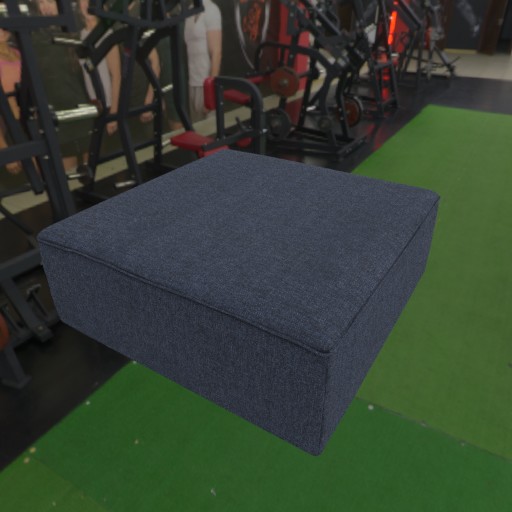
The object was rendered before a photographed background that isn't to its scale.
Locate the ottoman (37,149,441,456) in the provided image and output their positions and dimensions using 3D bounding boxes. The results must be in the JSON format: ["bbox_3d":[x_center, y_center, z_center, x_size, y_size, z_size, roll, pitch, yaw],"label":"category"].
[{"bbox_3d":[0.000,0.000,1.591,1.017,0.423,1.023,18,36,28],"label":"ottoman"}]
